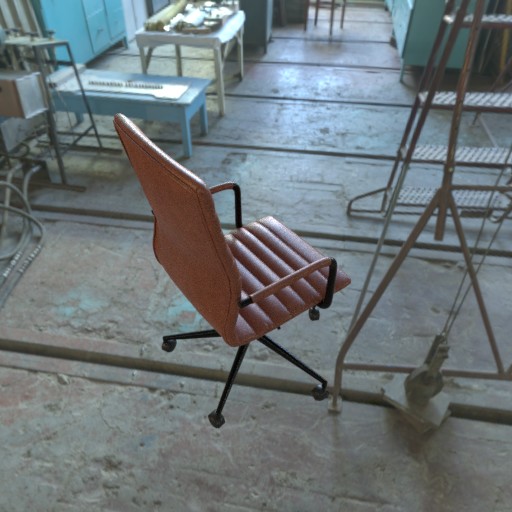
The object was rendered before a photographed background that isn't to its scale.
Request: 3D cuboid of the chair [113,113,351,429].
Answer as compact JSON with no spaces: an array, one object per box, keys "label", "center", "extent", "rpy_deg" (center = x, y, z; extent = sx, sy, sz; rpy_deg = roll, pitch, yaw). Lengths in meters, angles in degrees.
[{"label":"chair","center":[0.000,0.000,1.309],"extent":[0.578,0.878,0.600],"rpy_deg":[-25,47,-26]}]
